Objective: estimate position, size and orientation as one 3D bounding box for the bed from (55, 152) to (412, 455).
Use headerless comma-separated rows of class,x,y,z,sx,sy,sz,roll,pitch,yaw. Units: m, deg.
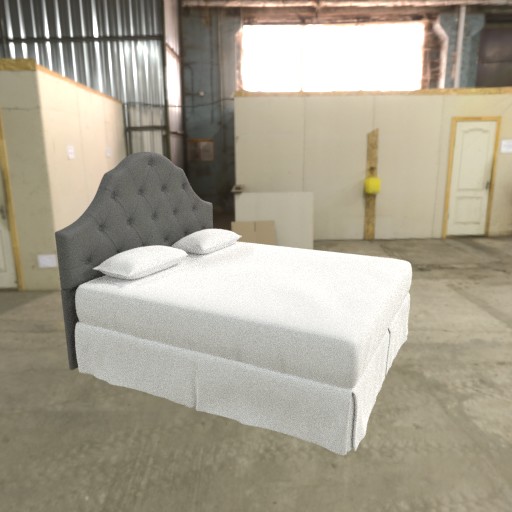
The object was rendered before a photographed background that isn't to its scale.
bed,0.000,0.000,3.553,2.214,1.615,2.008,7,16,26
